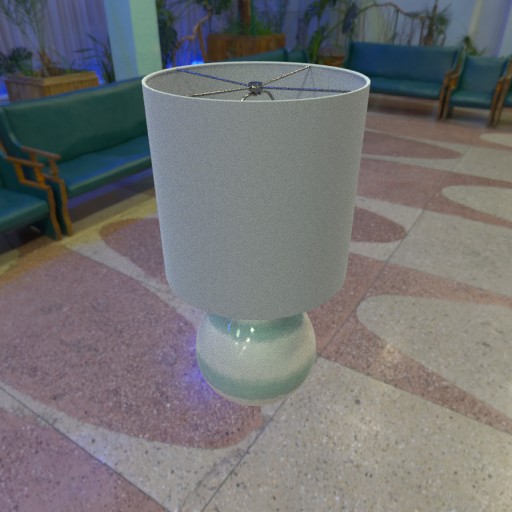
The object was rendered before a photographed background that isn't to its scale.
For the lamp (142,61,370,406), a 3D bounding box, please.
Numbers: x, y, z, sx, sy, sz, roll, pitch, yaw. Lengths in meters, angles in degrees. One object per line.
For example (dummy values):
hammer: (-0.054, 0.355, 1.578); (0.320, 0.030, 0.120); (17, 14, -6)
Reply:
lamp: (0.000, 0.000, 0.533); (0.217, 0.404, 0.217); (20, 37, 30)
